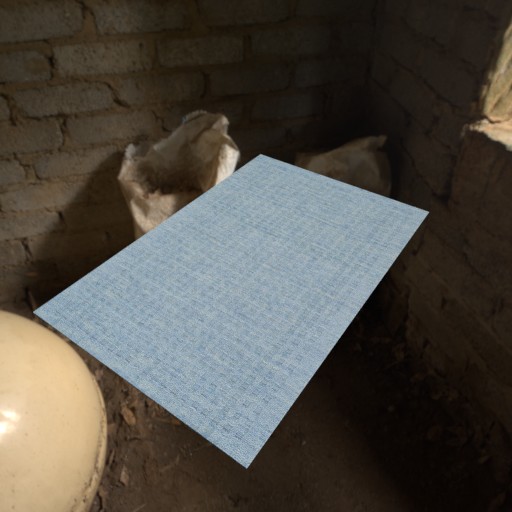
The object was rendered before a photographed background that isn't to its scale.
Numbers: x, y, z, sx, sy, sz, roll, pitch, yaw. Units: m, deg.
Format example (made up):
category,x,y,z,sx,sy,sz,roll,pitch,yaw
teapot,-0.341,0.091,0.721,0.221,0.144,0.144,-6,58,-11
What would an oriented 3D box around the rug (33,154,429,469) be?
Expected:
category,x,y,z,sx,sy,sz,roll,pitch,yaw
rug,0.000,0.000,2.918,1.522,0.006,2.286,25,47,26
